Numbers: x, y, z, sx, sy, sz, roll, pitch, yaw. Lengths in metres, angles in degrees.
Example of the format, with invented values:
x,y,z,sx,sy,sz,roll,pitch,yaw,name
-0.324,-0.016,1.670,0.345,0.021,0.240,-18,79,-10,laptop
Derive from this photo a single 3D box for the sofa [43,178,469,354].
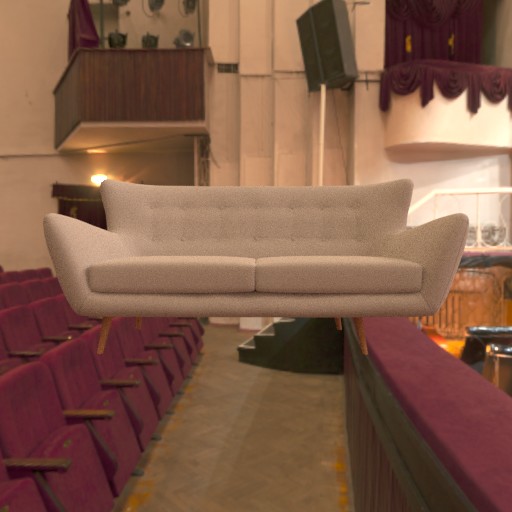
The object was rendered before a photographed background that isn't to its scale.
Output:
x,y,z,sx,sy,sz,roll,pitch,yaw,name
0.000,0.000,2.389,1.930,0.890,0.899,0,1,1,sofa
